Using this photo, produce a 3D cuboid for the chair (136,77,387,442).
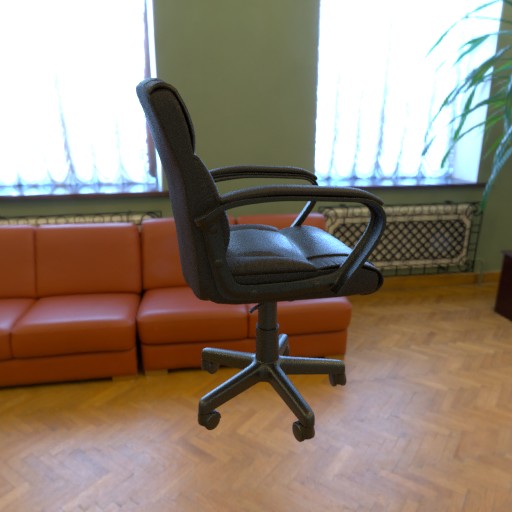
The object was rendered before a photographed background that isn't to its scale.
[{"bbox_3d":[0.000,0.000,1.357,0.641,0.998,0.576,-3,17,-10],"label":"chair"}]
